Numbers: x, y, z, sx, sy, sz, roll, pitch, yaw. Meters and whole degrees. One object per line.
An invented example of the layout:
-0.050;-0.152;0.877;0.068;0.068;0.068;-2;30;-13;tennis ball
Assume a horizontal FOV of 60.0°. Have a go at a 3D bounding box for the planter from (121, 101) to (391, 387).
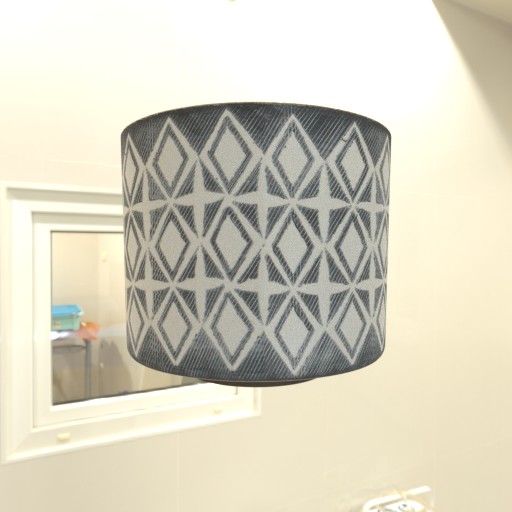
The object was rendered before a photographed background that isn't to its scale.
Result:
0.000;0.000;0.330;0.192;0.165;0.192;0;0;0;planter
